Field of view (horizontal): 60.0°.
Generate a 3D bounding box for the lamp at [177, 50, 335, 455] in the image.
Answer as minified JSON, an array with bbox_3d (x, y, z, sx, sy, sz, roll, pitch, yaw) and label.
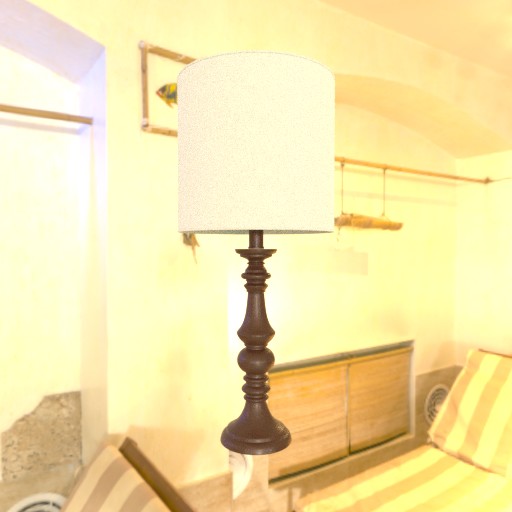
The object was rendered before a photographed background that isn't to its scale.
[{"bbox_3d":[0.000,0.000,0.719,0.250,0.597,0.250,-1,1,-35],"label":"lamp"}]
